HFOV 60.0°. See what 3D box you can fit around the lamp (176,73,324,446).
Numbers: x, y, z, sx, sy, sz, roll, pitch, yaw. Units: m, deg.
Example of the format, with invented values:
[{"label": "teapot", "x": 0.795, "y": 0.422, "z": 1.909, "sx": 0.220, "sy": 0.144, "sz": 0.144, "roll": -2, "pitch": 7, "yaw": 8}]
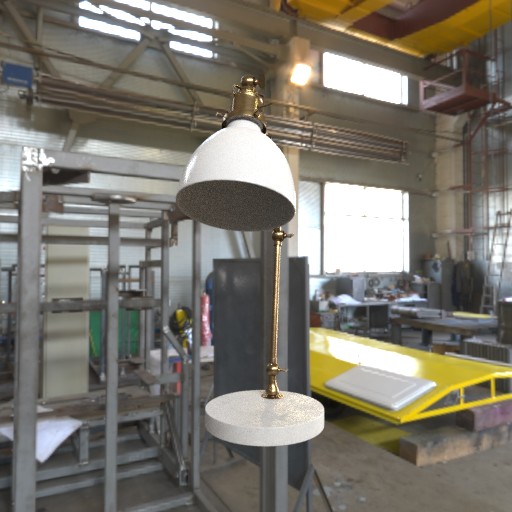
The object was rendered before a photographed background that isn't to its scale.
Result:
[{"label": "lamp", "x": 0.000, "y": 0.000, "z": 0.658, "sx": 0.186, "sy": 0.522, "sz": 0.317, "roll": 0, "pitch": -1, "yaw": 16}]
